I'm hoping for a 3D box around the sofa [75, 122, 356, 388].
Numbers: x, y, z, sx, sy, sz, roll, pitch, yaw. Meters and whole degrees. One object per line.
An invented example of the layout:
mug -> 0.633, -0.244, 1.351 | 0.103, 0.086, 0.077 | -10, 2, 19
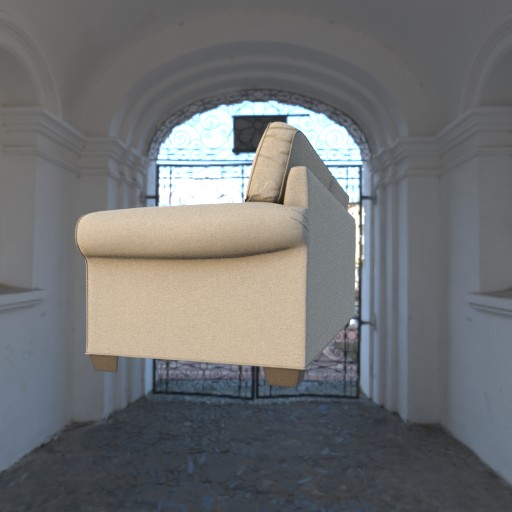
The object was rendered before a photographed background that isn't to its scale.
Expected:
sofa -> 0.000, 0.000, 2.470 | 0.940, 0.952, 1.930 | 0, -1, 18
